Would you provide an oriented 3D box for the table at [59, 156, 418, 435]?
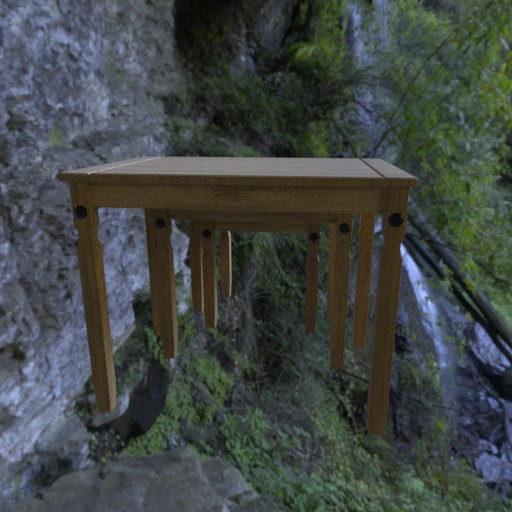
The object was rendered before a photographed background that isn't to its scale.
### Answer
[{"bbox_3d":[0.000,0.000,1.246,0.660,0.535,0.773,2,17,7],"label":"table"}]
